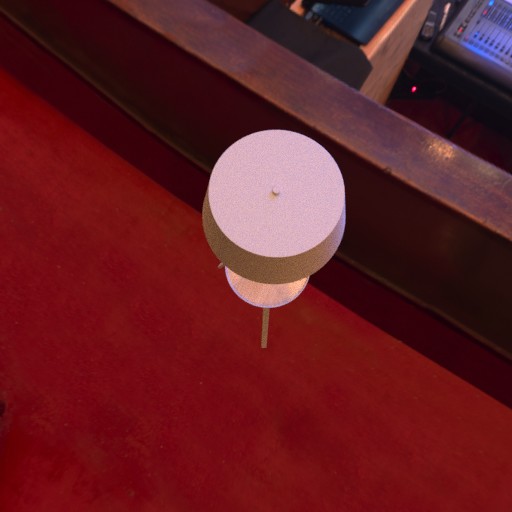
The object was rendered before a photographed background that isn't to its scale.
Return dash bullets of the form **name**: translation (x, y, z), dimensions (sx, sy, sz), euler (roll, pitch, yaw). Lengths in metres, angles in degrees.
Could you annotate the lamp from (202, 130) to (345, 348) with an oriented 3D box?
- **lamp**: translation (0.000, 0.000, 1.670), dimensions (0.468, 1.429, 0.508), euler (30, 78, 7)
